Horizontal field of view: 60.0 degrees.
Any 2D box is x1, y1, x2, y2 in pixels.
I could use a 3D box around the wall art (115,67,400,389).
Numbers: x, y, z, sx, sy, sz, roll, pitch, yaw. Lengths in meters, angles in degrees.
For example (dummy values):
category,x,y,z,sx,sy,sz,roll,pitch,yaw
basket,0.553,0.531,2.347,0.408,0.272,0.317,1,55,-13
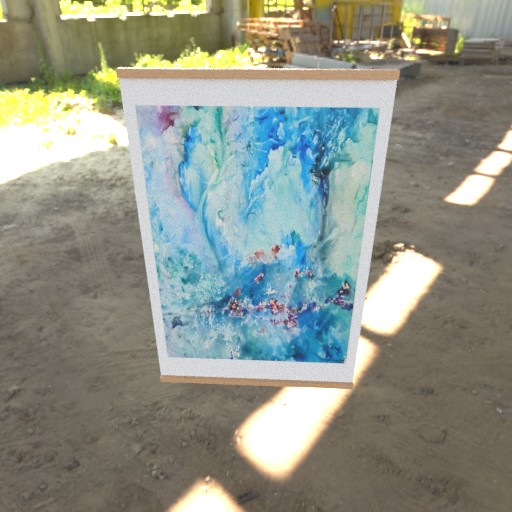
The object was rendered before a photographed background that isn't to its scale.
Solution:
category,x,y,z,sx,sy,sz,roll,pitch,yaw
wall art,0.000,0.000,1.304,0.669,1.020,0.027,2,29,3
